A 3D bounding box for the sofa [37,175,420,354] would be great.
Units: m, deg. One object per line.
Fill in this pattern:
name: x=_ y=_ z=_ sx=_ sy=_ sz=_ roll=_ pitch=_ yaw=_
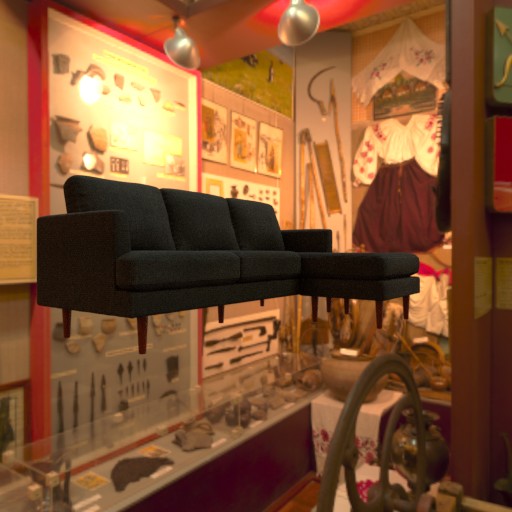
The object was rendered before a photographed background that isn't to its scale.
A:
sofa: x=0.000 y=0.000 z=2.969 sx=1.504 sy=0.956 sz=2.233 roll=0 pitch=0 yaw=37
